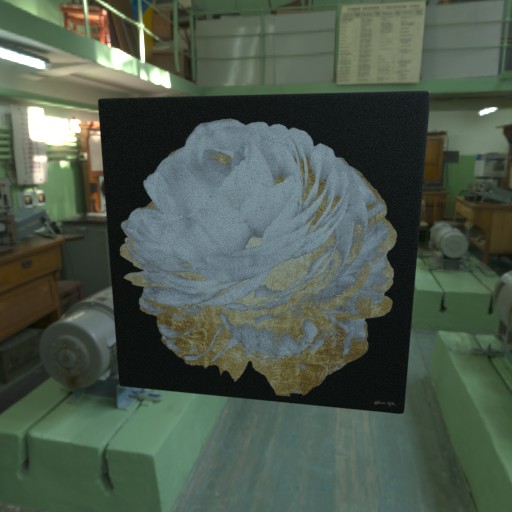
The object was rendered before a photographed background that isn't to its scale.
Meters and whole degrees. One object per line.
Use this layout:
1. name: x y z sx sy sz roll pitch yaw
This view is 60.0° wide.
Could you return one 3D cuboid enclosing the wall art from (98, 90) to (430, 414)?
1. wall art: 0.000 0.000 0.597 0.406 0.407 0.041 2 13 10
